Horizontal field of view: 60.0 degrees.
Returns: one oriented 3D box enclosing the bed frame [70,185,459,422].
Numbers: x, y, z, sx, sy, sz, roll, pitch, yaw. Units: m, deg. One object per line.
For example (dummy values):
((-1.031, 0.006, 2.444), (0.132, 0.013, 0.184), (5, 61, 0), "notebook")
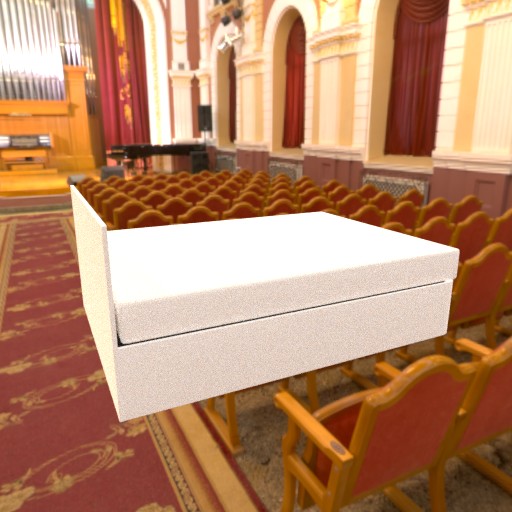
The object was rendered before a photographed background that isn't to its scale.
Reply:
((0.000, 0.000, 2.676), (1.900, 0.800, 1.400), (-8, 17, -25), "bed frame")
